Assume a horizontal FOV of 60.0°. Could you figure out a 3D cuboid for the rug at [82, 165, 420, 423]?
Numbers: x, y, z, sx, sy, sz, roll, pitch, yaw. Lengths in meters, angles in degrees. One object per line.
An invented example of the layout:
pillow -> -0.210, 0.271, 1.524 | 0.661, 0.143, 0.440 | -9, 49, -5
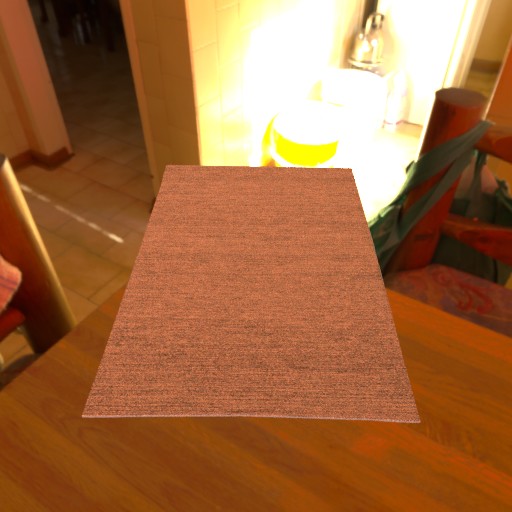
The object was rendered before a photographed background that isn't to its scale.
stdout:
rug -> 0.000, 0.000, 2.970 | 1.616, 0.030, 2.338 | 1, 42, 1
